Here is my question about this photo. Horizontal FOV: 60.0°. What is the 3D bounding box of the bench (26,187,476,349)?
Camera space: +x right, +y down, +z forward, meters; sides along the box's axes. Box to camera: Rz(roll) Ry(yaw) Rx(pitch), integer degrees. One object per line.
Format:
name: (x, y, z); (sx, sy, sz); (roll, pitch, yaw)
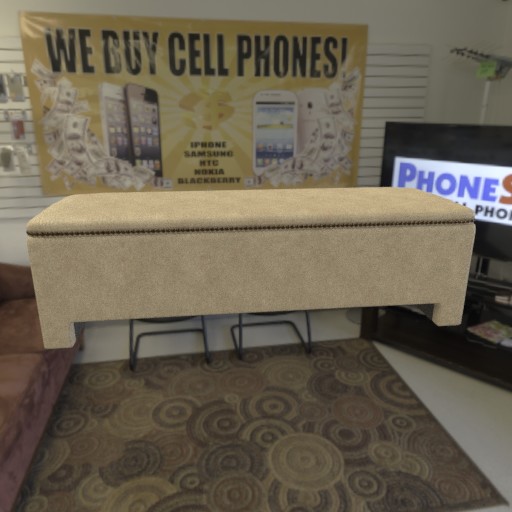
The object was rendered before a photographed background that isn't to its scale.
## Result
bench: (0.000, 0.000, 1.692); (1.482, 0.447, 0.470); (-2, 18, -7)
